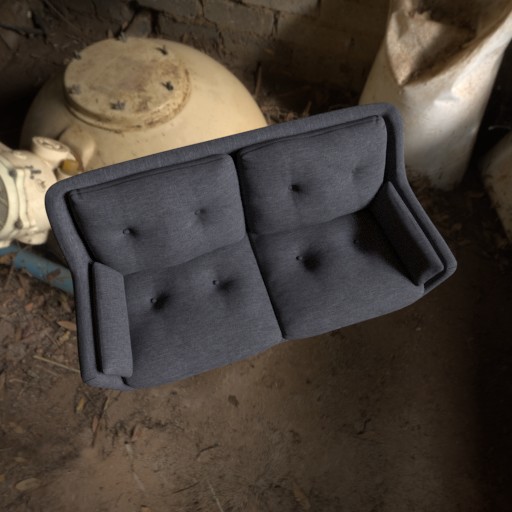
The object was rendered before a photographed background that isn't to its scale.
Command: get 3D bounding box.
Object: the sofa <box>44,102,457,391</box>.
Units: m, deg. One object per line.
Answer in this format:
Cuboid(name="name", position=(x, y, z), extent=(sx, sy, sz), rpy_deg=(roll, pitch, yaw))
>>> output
Cuboid(name="sofa", position=(0.000, 0.000, 2.403), extent=(1.929, 0.896, 0.975), rpy_deg=(-16, 64, -8))
